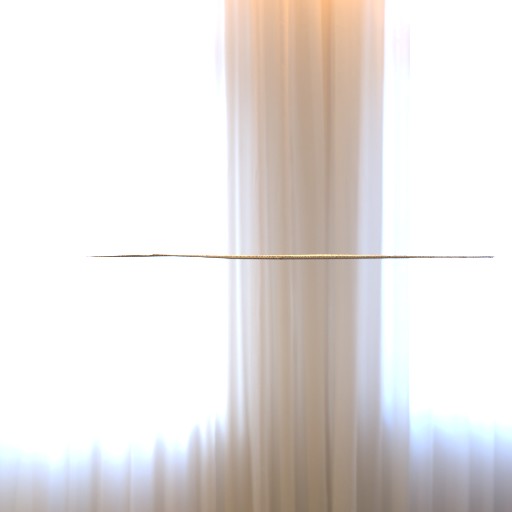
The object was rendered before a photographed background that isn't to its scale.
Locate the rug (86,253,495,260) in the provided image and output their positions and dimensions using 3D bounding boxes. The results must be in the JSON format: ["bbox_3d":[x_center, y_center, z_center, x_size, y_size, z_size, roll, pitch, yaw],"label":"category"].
[{"bbox_3d":[0.000,0.000,2.191,1.149,0.021,1.773,0,0,-36],"label":"rug"}]
